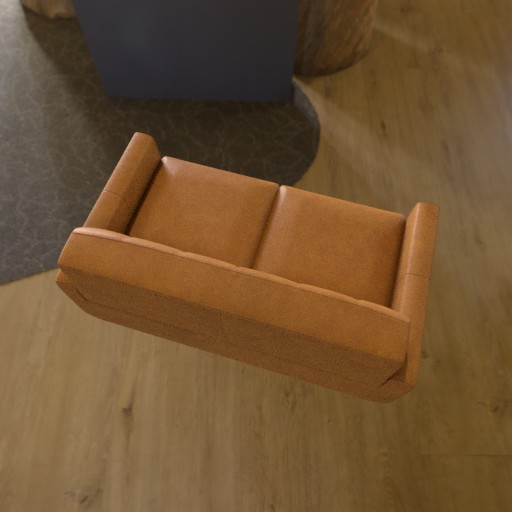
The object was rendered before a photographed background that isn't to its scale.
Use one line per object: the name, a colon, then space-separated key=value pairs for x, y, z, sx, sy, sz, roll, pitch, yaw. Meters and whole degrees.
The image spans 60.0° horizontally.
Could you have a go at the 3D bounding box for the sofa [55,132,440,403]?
sofa: x=0.000 y=0.000 z=2.255 sx=1.651 sy=0.925 sz=0.952 roll=15 pitch=65 yaw=7
